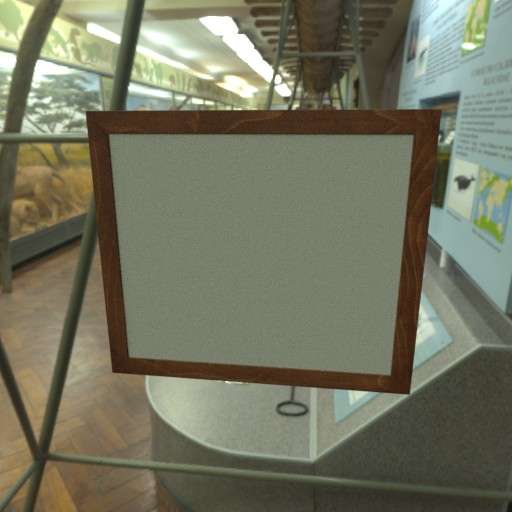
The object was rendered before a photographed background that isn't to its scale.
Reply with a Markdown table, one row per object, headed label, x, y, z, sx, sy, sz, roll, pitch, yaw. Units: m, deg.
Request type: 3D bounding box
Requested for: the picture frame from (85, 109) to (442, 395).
| label | x | y | z | sx | sy | sz | roll | pitch | yaw |
| --- | --- | --- | --- | --- | --- | --- | --- | --- | --- |
| picture frame | 0.000 | 0.000 | 0.529 | 0.381 | 0.330 | 0.025 | 2 | 16 | 7 |
